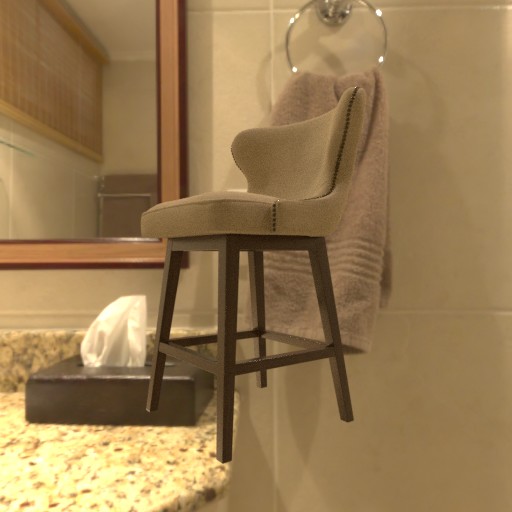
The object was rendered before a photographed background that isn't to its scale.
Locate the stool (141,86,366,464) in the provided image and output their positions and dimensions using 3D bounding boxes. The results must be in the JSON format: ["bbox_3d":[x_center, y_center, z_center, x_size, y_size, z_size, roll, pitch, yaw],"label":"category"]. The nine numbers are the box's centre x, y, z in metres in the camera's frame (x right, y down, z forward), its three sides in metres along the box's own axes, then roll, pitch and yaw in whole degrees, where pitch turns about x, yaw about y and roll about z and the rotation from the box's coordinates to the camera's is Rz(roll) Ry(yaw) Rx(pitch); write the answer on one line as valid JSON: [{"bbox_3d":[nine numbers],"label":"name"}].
[{"bbox_3d":[0.000,0.000,1.372,0.597,0.972,0.615,0,0,-36],"label":"stool"}]
